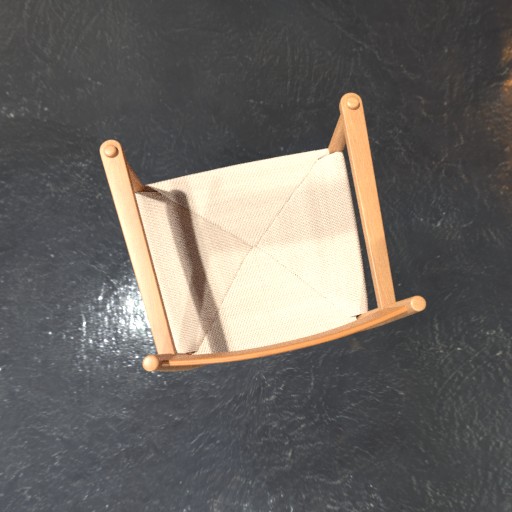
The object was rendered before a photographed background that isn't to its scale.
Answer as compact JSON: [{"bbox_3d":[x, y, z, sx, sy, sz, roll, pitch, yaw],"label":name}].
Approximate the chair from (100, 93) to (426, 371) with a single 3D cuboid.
[{"bbox_3d":[0.000,0.000,1.103,0.556,0.762,0.495,-12,76,-3],"label":"chair"}]
